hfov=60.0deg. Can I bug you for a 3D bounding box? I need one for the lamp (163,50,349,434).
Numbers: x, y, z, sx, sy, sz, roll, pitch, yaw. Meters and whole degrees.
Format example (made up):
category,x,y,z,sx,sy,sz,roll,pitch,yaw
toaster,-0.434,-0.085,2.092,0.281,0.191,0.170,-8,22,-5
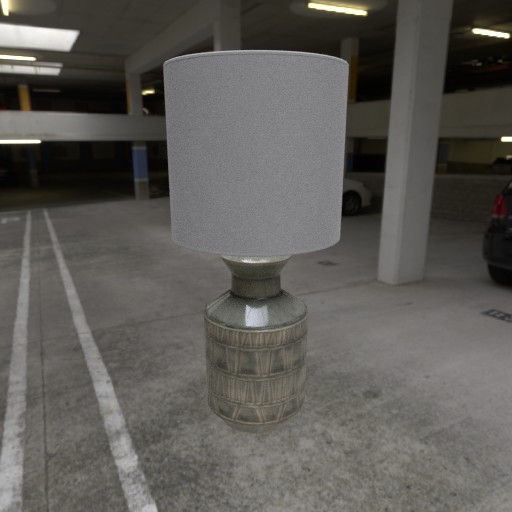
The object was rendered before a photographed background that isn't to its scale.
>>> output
category,x,y,z,sx,sy,sz,roll,pitch,yaw
lamp,0.000,0.000,0.574,0.211,0.455,0.211,-8,17,-26
